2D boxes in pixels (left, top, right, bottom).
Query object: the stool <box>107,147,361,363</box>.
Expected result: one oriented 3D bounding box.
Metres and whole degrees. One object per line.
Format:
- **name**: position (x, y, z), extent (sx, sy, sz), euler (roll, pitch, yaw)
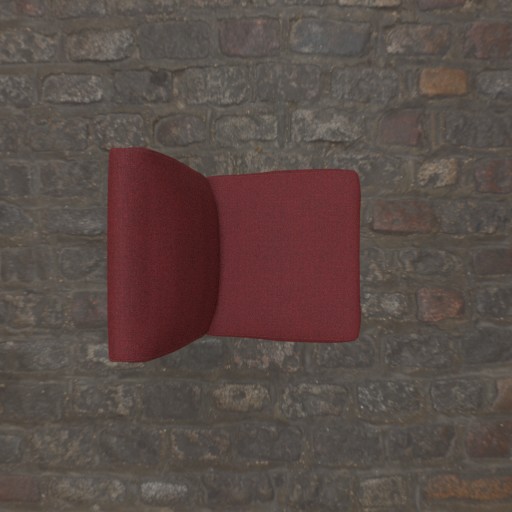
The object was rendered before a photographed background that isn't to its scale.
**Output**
- **stool**: position (0.000, 0.000, 1.321), extent (0.562, 1.038, 0.468), euler (0, 90, 0)
